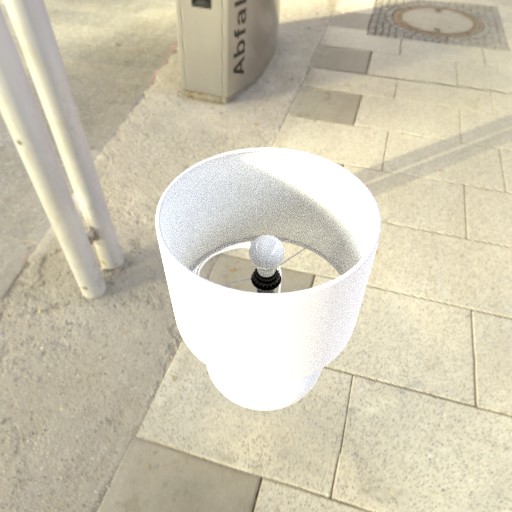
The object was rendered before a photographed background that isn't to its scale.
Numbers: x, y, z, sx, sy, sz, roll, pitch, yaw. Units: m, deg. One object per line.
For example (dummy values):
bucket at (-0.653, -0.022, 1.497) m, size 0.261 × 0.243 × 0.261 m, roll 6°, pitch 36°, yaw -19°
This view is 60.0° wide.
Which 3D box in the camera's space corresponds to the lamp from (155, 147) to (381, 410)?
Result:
lamp at (0.000, 0.000, 0.858) m, size 0.401 × 0.457 × 0.546 m, roll 11°, pitch 47°, yaw 10°
